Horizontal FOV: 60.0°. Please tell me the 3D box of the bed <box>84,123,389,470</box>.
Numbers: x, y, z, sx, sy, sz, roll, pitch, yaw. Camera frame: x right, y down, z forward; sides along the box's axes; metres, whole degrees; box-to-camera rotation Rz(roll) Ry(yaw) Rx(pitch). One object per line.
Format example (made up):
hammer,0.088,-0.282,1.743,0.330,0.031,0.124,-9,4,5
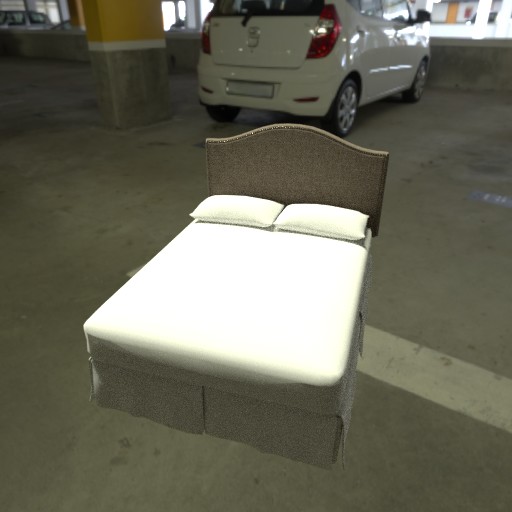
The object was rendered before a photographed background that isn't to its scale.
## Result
bed,0.000,0.000,3.294,1.713,1.518,2.153,8,29,15
